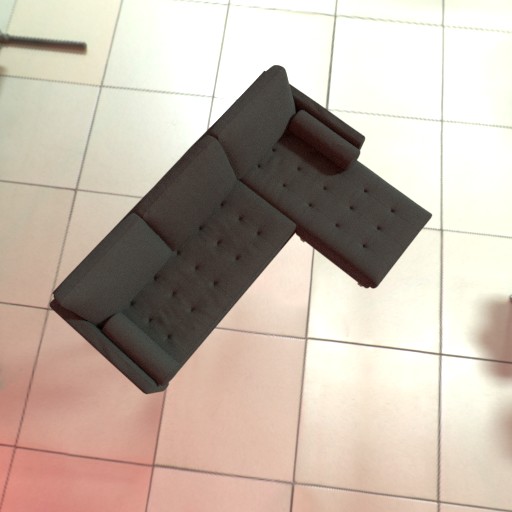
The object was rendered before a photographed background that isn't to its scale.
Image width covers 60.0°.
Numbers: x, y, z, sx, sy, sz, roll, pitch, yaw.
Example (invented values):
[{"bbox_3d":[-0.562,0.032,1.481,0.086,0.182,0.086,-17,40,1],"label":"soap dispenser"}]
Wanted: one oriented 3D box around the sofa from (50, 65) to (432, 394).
[{"bbox_3d":[0.000,0.000,2.951,1.506,0.876,2.178,39,78,9],"label":"sofa"}]
